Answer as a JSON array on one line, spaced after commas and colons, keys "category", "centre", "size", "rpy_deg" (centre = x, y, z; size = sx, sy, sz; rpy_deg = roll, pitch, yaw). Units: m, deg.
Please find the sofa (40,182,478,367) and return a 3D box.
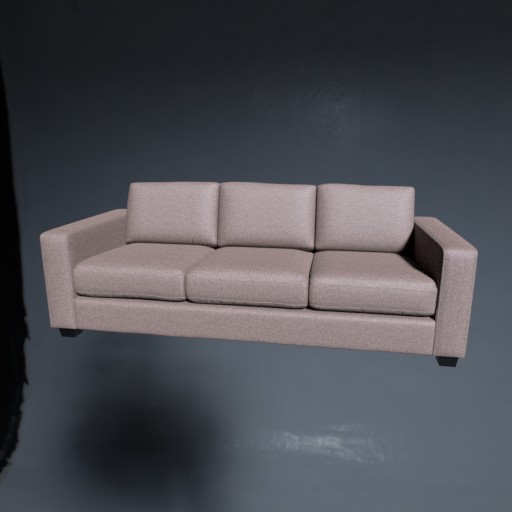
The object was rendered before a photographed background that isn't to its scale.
[{"category": "sofa", "centre": [0.000, 0.000, 2.593], "size": [2.160, 0.806, 0.900], "rpy_deg": [2, 15, 9]}]
